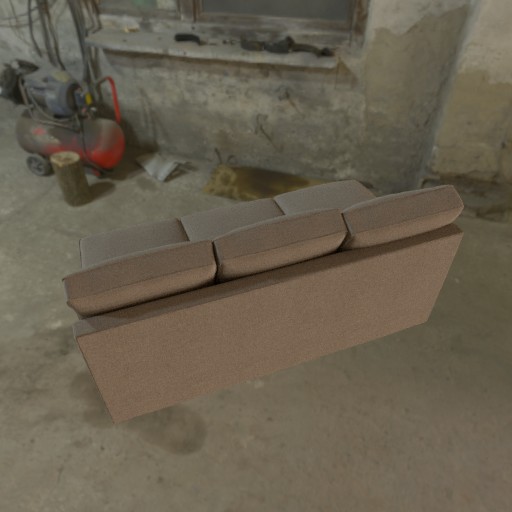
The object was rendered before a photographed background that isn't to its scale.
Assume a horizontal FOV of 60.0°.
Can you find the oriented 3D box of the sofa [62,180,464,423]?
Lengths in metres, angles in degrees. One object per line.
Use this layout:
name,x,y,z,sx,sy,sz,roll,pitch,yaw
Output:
sofa,0.000,0.000,2.772,2.092,1.036,1.127,-14,44,-15
